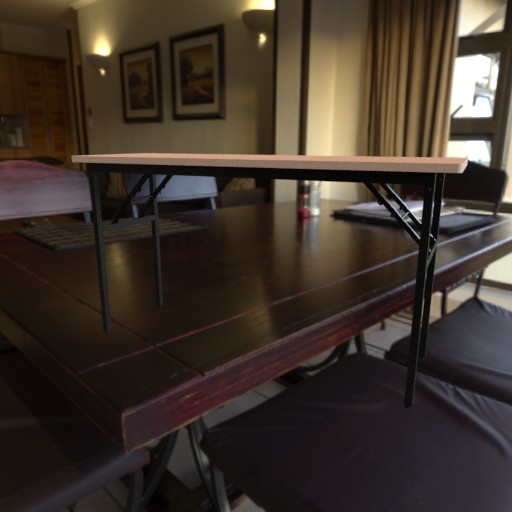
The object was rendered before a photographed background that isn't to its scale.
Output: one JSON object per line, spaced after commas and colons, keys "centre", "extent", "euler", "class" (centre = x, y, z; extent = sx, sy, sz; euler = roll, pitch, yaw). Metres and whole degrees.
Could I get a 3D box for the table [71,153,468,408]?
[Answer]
{"centre": [0.000, 0.000, 1.716], "extent": [1.397, 0.750, 0.447], "euler": [7, 16, 25], "class": "table"}
